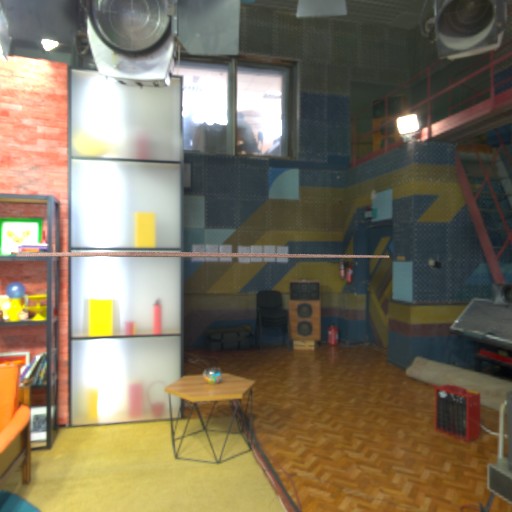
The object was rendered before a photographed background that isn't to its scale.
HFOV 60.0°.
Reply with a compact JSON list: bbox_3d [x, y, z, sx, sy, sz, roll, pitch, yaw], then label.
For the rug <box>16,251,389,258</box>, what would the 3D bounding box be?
[{"bbox_3d":[0.000,0.000,2.637,0.760,0.015,2.435,0,-1,37],"label":"rug"}]
